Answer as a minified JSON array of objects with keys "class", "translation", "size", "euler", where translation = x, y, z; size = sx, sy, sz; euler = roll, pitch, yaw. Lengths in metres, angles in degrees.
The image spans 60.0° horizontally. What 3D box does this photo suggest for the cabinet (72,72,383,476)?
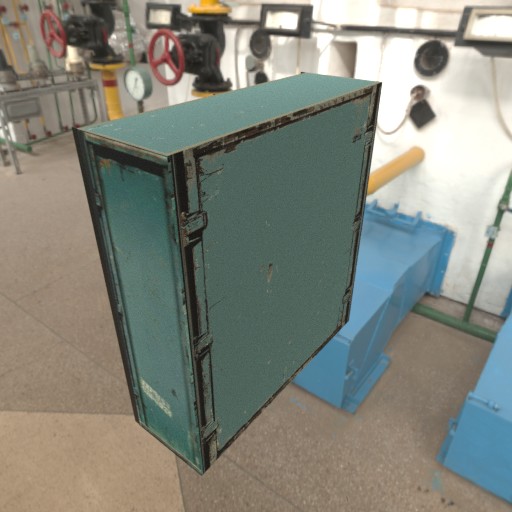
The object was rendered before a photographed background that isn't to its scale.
[{"class":"cabinet","translation":[0.000,0.000,3.184],"size":[0.680,2.160,2.000],"euler":[23,38,32]}]
